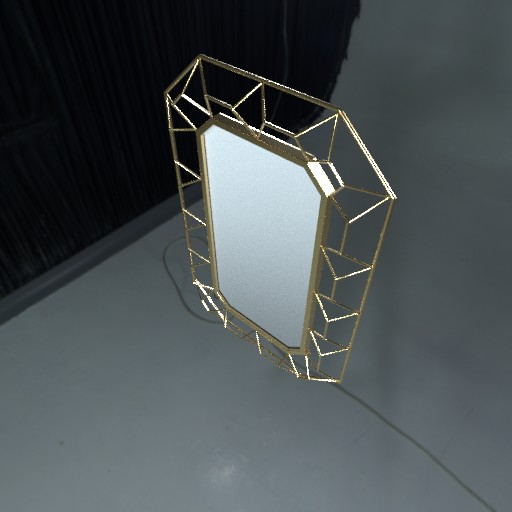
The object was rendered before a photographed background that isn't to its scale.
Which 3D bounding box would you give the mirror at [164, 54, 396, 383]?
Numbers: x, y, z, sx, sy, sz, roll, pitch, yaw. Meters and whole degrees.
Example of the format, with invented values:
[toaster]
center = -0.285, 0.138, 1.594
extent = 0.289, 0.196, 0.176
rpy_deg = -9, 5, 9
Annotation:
[mirror]
center = 0.000, 0.000, 1.079
extent = 0.572, 0.870, 0.051
rpy_deg = 32, 54, 26
